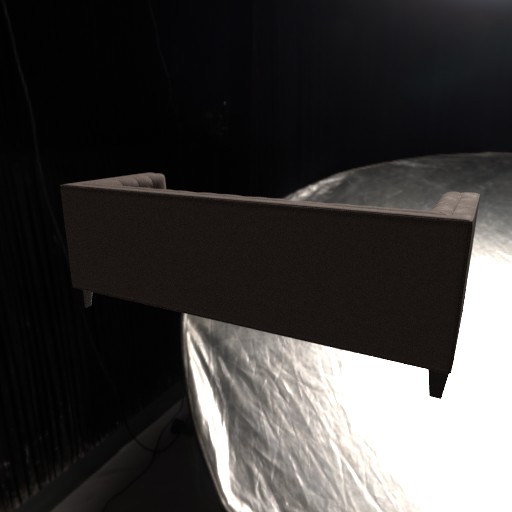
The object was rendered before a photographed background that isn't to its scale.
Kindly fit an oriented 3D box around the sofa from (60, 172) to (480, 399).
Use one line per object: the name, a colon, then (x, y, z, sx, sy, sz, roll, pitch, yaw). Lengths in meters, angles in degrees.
sofa: (0.000, 0.000, 2.498, 2.159, 0.762, 0.775, 8, 19, 26)
